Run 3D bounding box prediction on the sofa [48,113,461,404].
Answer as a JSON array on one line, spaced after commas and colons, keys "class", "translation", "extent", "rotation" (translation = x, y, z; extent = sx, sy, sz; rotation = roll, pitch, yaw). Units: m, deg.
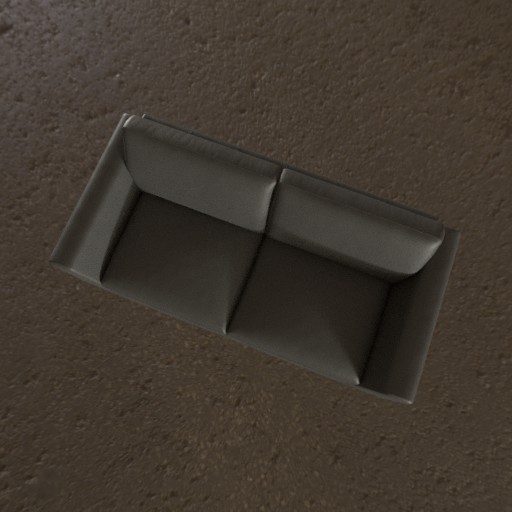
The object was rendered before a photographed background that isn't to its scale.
[{"class": "sofa", "translation": [0.000, 0.000, 2.509], "extent": [2.017, 0.875, 0.953], "rotation": [20, 77, 5]}]
